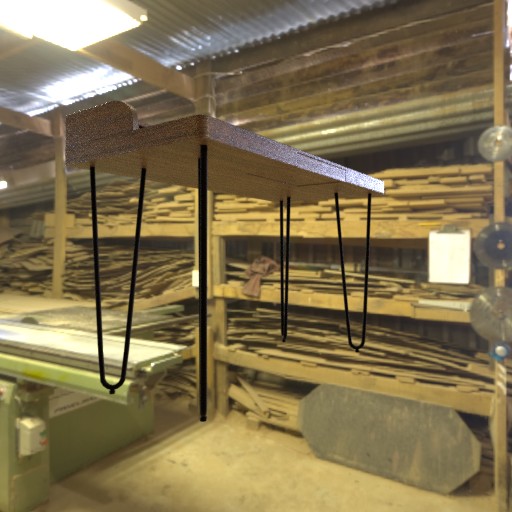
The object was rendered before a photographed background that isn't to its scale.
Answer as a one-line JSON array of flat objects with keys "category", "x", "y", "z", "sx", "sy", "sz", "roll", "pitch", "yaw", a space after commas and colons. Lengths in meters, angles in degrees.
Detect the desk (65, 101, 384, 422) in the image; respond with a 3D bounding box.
[{"category": "desk", "x": 0.000, "y": 0.000, "z": 1.669, "sx": 0.565, "sy": 0.854, "sz": 1.200, "roll": 0, "pitch": 0, "yaw": 36}]
